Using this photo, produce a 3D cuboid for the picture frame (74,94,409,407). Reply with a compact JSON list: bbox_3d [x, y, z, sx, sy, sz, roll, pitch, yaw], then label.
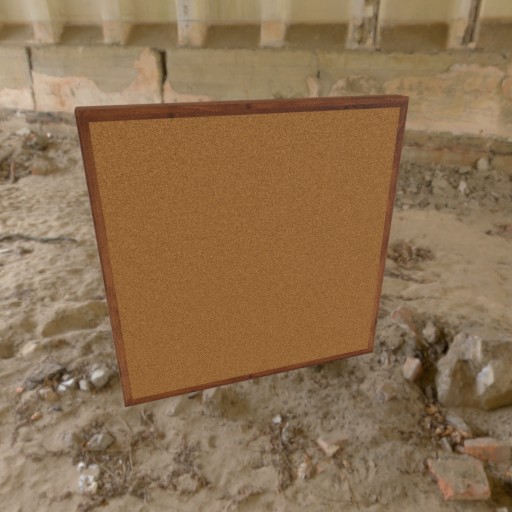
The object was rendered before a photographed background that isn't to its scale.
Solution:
[{"bbox_3d":[0.000,0.000,0.536,0.352,0.356,0.028,-8,27,-16],"label":"picture frame"}]
